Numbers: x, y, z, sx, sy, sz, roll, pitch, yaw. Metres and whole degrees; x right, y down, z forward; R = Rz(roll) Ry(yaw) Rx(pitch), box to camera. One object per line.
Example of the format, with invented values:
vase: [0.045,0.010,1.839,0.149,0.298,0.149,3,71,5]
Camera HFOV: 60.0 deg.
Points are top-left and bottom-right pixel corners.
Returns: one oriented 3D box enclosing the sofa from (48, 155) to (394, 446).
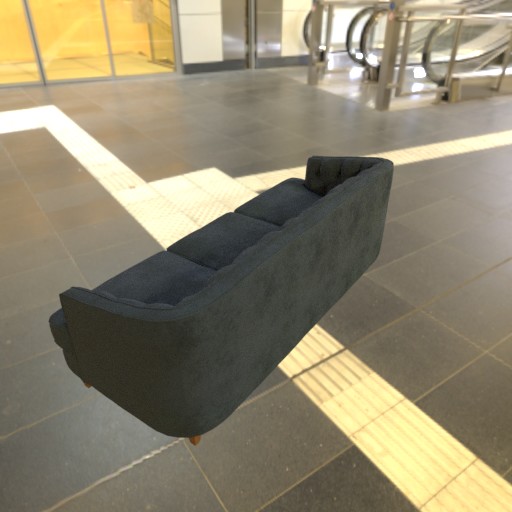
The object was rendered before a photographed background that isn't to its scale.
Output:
sofa: [0.000,0.000,2.728,0.941,0.855,2.278,21,38,30]
